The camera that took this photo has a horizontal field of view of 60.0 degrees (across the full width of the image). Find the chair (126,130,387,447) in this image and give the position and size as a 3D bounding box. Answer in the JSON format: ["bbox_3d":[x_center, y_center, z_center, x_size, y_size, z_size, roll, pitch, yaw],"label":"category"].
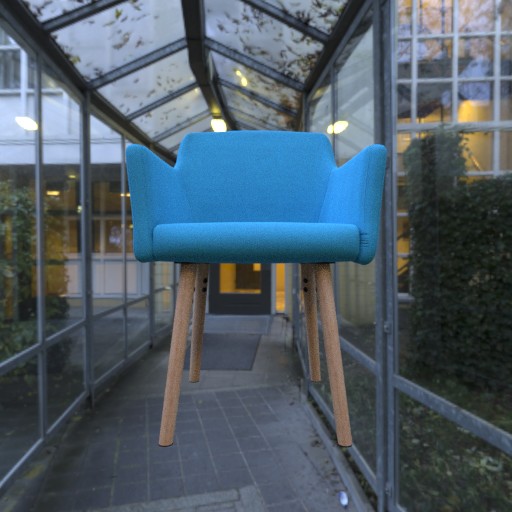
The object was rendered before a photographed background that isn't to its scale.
[{"bbox_3d":[0.000,0.000,1.176,0.570,0.780,0.540,0,1,0],"label":"chair"}]
